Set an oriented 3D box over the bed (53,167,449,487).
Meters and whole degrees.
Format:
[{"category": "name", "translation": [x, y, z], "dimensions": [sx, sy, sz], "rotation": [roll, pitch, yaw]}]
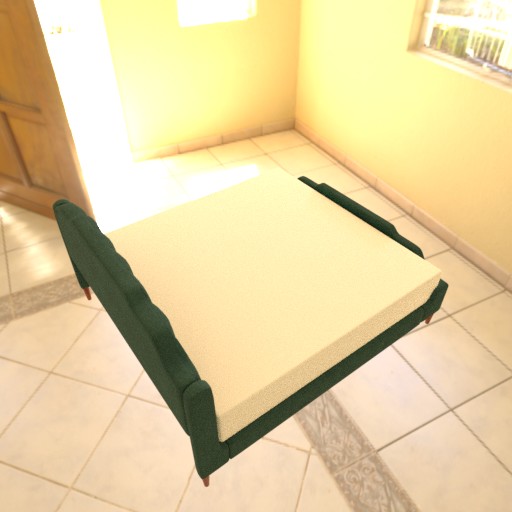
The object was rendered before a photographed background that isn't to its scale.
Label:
[{"category": "bed", "translation": [0.000, 0.000, 3.501], "dimensions": [2.340, 1.245, 2.074], "rotation": [-26, 47, -27]}]
